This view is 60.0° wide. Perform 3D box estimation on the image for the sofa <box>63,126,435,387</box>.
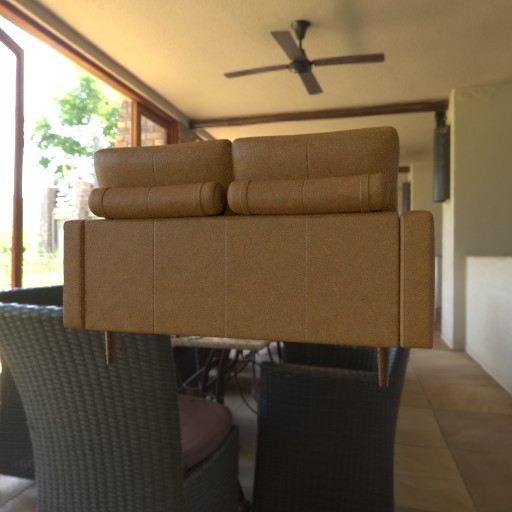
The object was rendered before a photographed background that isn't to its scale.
[{"bbox_3d":[0.000,0.000,1.966,1.430,0.898,0.868,0,0,17],"label":"sofa"}]
